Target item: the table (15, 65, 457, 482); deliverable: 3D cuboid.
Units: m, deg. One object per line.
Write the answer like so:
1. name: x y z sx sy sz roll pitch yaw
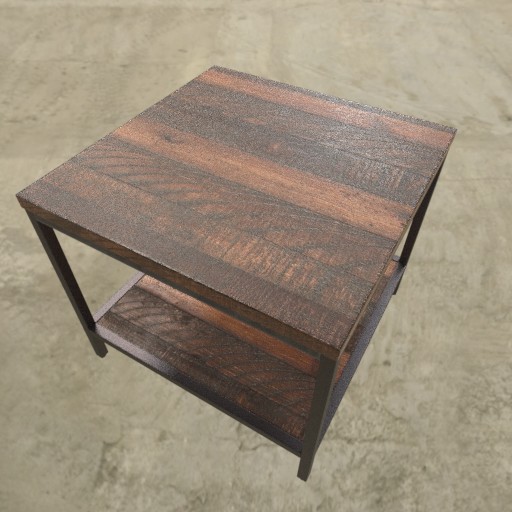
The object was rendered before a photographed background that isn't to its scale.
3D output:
1. table: 0.000 0.000 0.933 0.548 0.482 0.553 23 51 21
